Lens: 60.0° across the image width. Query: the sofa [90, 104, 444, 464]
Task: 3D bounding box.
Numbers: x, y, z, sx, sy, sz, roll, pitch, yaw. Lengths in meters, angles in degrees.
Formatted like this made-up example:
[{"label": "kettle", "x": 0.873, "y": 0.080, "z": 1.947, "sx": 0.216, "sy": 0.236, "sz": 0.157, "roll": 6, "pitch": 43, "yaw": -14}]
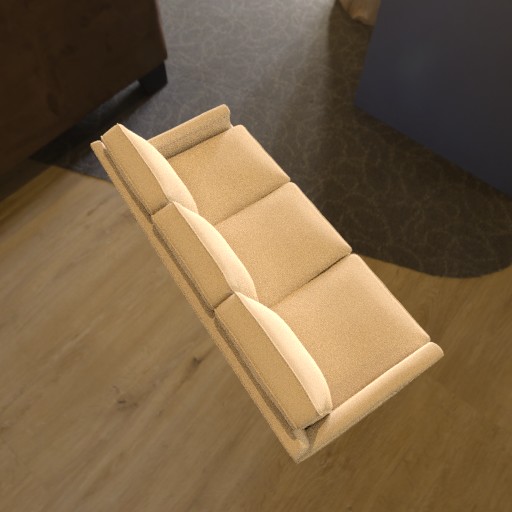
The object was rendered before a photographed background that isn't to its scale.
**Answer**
[{"label": "sofa", "x": 0.000, "y": 0.000, "z": 2.787, "sx": 1.084, "sy": 1.003, "sz": 2.246, "roll": -30, "pitch": 66, "yaw": -15}]
